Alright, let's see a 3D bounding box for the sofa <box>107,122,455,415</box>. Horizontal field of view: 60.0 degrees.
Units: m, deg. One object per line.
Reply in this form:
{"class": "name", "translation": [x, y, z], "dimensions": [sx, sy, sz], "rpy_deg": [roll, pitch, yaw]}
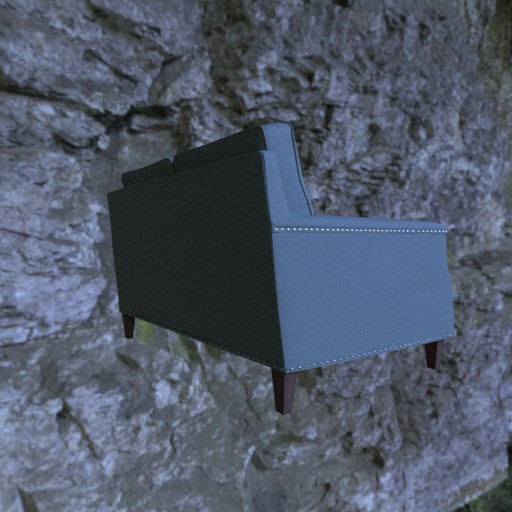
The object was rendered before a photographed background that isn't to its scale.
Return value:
{"class": "sofa", "translation": [0.000, 0.000, 2.296], "dimensions": [1.084, 1.003, 1.597], "rpy_deg": [-1, 2, -36]}
